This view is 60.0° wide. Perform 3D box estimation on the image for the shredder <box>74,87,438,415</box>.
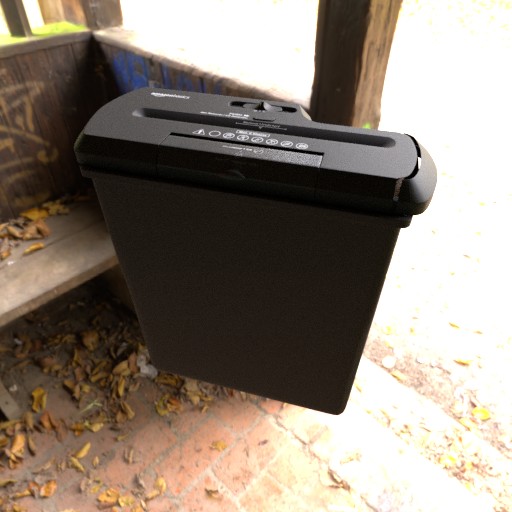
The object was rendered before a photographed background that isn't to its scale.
[{"bbox_3d":[0.000,0.000,0.508,0.320,0.335,0.170,11,42,12],"label":"shredder"}]
